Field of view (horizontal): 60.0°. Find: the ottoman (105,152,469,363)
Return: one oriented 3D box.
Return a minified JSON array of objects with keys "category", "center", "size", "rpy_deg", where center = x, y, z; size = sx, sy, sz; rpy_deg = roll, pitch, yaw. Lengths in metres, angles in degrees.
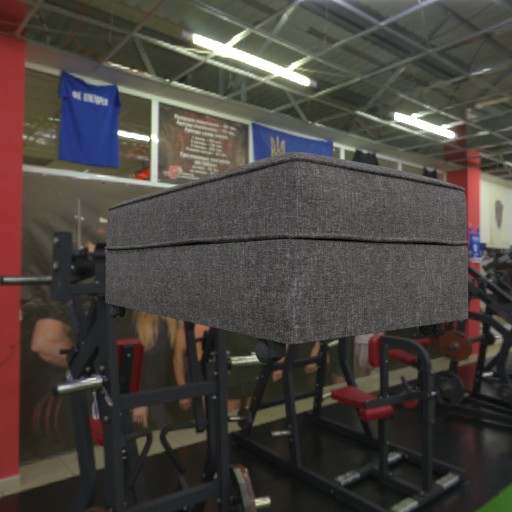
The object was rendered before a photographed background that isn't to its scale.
[{"category":"ottoman","center":[0.000,0.000,1.555],"size":[0.717,0.487,1.184],"rpy_deg":[1,-1,-36]}]
